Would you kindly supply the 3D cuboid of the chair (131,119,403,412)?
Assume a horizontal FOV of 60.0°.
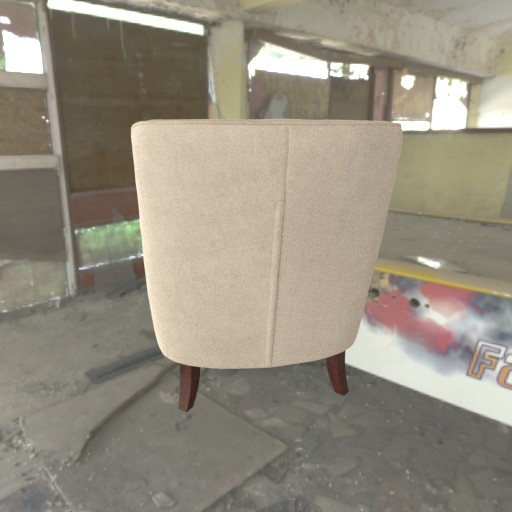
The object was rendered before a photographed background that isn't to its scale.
[{"bbox_3d":[0.000,0.000,1.599,0.781,0.920,0.910,-3,15,-10],"label":"chair"}]
